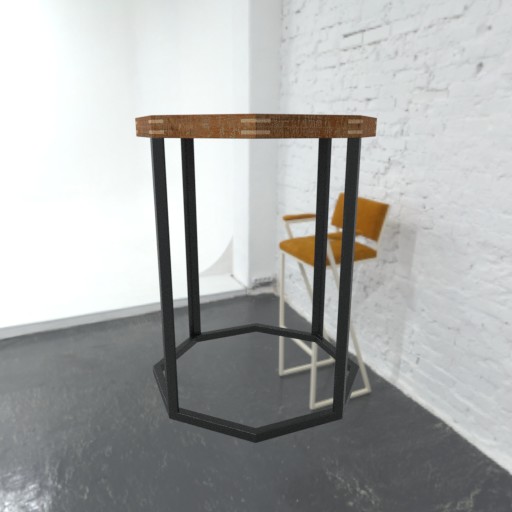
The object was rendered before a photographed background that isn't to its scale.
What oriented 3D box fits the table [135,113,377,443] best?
[{"bbox_3d":[0.000,0.000,0.913,0.458,0.543,0.458,-15,22,-43],"label":"table"}]
